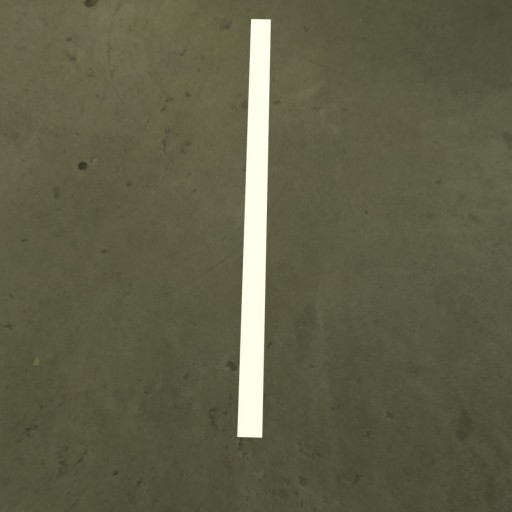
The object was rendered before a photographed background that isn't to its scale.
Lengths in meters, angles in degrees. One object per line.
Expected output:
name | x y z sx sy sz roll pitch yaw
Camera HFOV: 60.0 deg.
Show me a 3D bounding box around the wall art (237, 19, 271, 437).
wall art | 0.000 0.000 1.142 0.038 0.762 0.762 1 76 0
